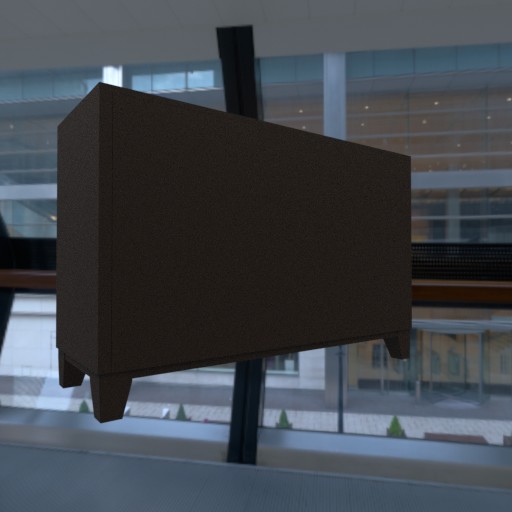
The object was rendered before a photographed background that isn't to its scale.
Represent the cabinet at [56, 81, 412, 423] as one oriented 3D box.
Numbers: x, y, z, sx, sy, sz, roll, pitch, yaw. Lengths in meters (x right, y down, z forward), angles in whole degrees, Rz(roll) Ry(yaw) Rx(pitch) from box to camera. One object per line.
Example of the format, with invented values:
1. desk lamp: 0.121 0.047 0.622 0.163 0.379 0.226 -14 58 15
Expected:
1. cabinet: 0.000 0.000 1.787 1.396 0.914 0.482 1 -1 -36
